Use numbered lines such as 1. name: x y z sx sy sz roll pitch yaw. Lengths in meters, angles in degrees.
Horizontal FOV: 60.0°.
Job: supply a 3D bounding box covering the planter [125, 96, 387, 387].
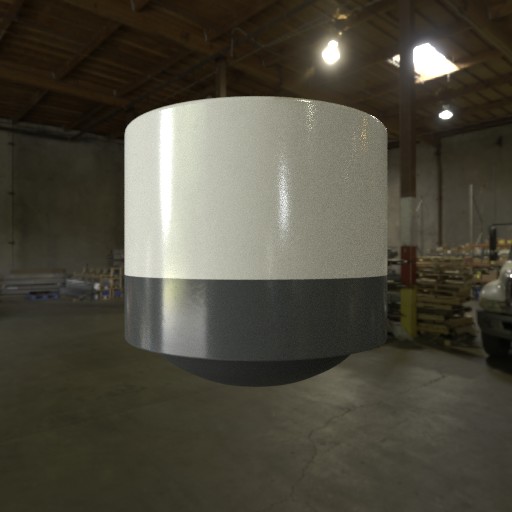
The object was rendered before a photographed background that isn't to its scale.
1. planter: 0.000 0.000 0.340 0.193 0.177 0.193 0 0 0
